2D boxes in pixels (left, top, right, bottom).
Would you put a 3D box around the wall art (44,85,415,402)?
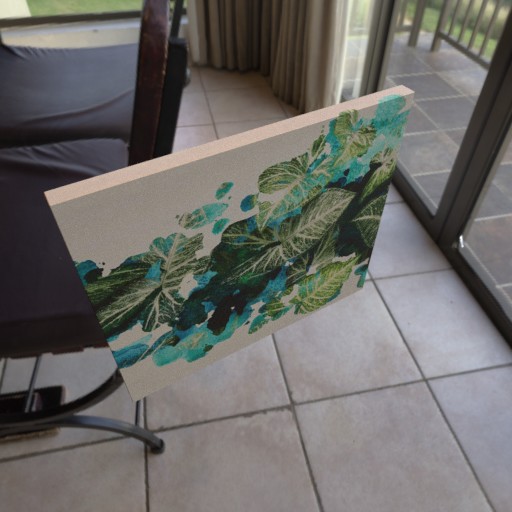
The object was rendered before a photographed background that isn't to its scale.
[{"bbox_3d":[0.000,0.000,0.991,0.711,0.610,0.043,-23,50,-21],"label":"wall art"}]
